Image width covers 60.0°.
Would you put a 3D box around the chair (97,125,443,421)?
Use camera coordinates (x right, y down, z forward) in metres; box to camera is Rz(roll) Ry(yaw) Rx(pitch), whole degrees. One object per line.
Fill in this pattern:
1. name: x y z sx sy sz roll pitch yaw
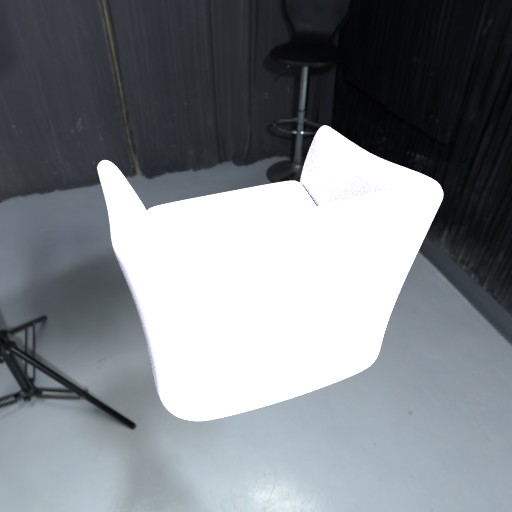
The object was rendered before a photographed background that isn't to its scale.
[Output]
1. chair: 0.000 0.000 1.342 0.790 0.720 0.700 -13 42 -15
